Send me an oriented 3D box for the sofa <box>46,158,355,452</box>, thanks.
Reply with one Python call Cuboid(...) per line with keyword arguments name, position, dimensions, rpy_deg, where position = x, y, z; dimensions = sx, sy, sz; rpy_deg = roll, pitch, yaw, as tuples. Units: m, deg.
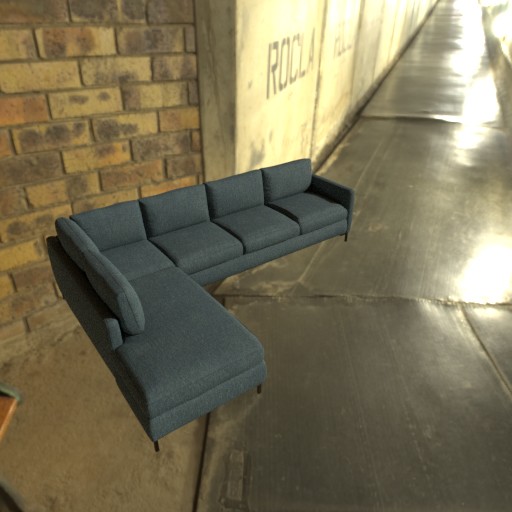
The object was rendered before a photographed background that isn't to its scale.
Cuboid(name="sofa", position=(0.000, 0.000, 3.823), dimensions=(2.949, 0.815, 2.007), rpy_deg=(-20, 35, -31))
